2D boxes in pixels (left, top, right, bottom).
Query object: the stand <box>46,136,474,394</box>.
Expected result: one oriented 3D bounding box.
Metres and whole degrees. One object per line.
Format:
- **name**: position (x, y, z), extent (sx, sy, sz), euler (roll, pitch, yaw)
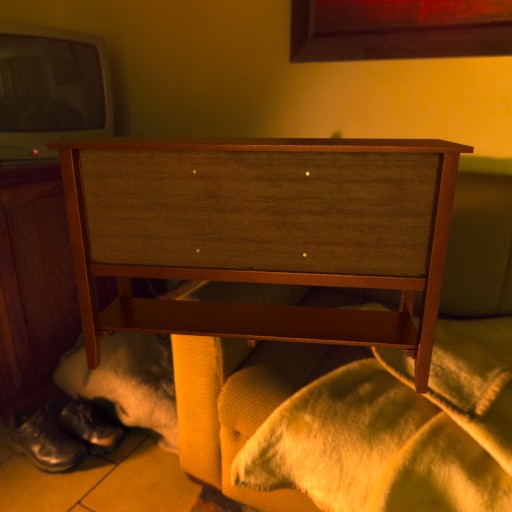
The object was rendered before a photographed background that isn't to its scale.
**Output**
- **stand**: position (0.000, 0.000, 1.728), extent (1.362, 0.872, 0.410), euler (2, 18, 7)
